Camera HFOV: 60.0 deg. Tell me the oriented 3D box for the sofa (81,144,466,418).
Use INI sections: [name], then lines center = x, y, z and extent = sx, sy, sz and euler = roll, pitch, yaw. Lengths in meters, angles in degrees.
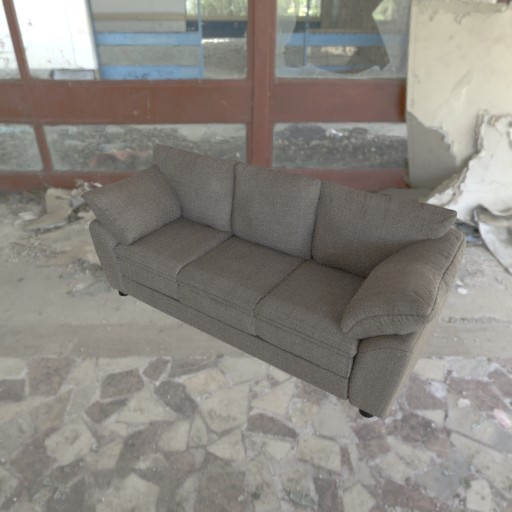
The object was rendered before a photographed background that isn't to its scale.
[sofa]
center = 0.000, 0.000, 2.816
extent = 2.334, 0.996, 0.878
euler = 19, 35, 30
